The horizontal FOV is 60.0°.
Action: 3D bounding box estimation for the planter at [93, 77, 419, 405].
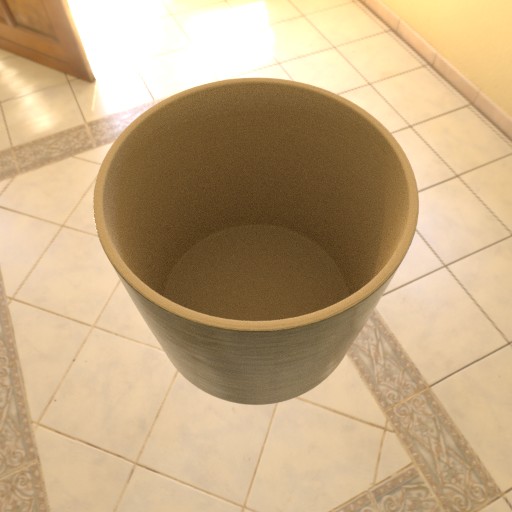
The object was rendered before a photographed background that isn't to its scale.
[{"bbox_3d":[0.000,0.000,0.392,0.221,0.201,0.221,0,59,0],"label":"planter"}]
